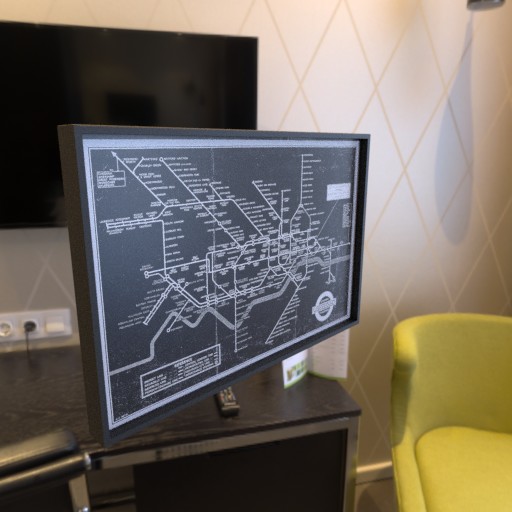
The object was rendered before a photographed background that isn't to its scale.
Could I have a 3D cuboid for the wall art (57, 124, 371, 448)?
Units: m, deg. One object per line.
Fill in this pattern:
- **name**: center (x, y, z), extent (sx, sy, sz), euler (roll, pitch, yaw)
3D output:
- **wall art**: center (0.000, 0.000, 0.839), extent (0.671, 0.456, 0.051), euler (-13, 19, -43)
